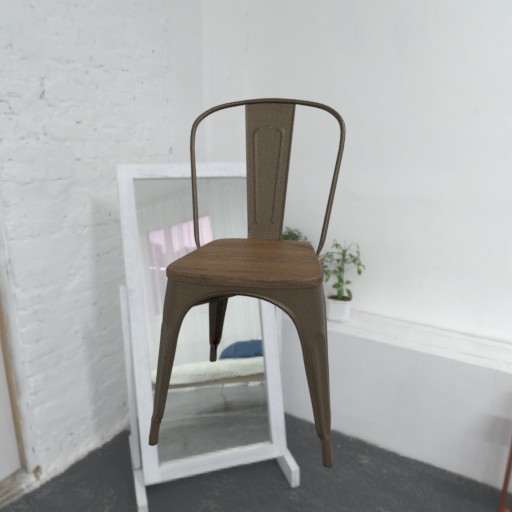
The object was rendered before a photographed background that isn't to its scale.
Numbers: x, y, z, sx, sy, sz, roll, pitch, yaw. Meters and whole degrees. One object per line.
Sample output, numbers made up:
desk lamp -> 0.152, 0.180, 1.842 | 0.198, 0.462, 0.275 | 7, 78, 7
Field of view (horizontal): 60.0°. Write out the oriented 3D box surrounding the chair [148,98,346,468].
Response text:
chair -> 0.000, 0.000, 1.194 | 0.451, 0.844, 0.532 | 3, 15, 10
